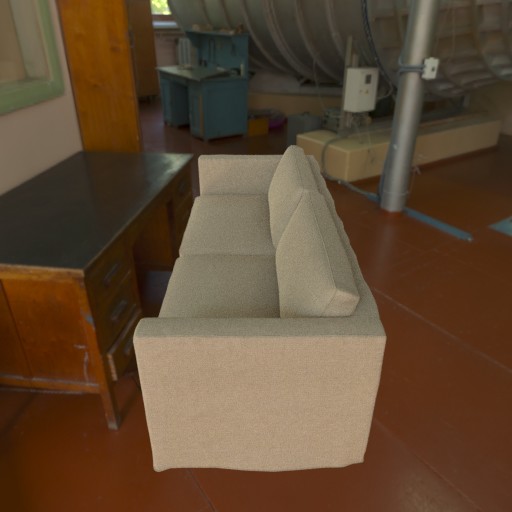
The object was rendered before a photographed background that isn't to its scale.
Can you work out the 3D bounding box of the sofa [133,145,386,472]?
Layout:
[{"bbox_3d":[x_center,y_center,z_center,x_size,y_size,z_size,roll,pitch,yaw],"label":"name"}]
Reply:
[{"bbox_3d":[0.000,0.000,2.698,0.956,0.847,2.296,0,29,0],"label":"sofa"}]
